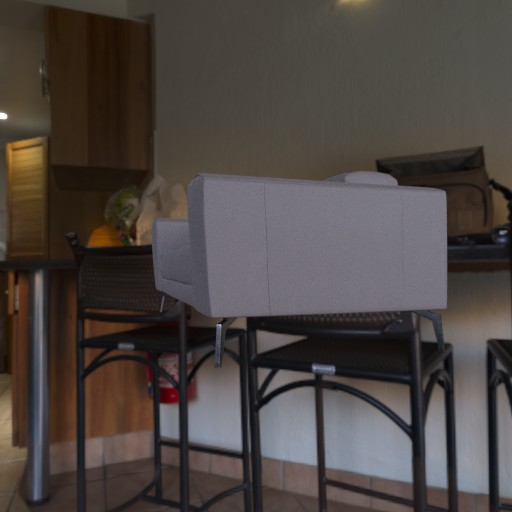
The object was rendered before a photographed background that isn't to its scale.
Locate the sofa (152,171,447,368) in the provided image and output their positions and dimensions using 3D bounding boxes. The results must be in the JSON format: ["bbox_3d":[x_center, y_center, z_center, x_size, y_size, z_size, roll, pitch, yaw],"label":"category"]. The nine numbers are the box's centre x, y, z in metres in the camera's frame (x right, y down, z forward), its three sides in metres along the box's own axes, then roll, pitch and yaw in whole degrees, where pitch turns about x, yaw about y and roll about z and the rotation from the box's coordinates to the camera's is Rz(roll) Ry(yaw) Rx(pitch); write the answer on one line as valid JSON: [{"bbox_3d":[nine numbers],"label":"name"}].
[{"bbox_3d":[0.000,0.000,2.473,1.003,0.779,1.895,0,-1,-18],"label":"sofa"}]
